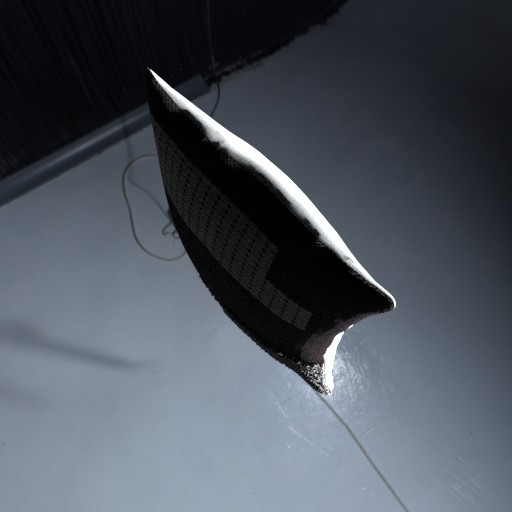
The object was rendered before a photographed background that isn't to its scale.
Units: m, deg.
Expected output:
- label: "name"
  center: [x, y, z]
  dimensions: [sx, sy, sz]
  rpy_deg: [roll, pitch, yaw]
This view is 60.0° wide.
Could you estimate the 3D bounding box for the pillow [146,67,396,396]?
- label: "pillow"
  center: [0.000, 0.000, 0.751]
  dimensions: [0.178, 0.473, 0.475]
  rpy_deg: [-36, 68, -17]
